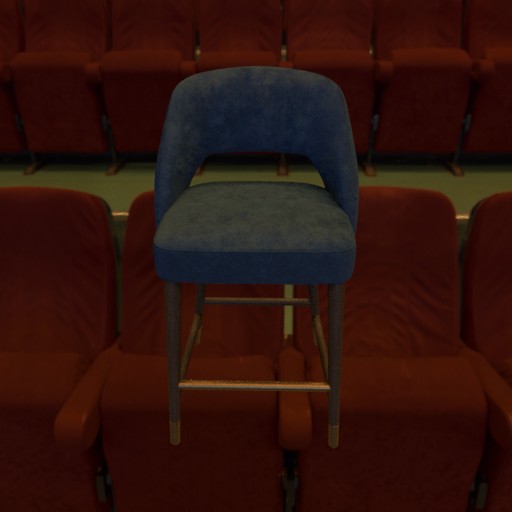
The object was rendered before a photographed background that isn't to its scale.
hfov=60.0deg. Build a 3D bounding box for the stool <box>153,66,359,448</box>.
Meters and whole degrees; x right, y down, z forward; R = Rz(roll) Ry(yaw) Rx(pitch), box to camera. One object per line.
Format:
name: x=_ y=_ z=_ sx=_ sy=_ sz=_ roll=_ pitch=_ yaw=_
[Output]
stool: x=0.000 y=0.000 z=1.231 sx=0.536 sy=0.925 sz=0.524 roll=1 pitch=29 yaw=1
